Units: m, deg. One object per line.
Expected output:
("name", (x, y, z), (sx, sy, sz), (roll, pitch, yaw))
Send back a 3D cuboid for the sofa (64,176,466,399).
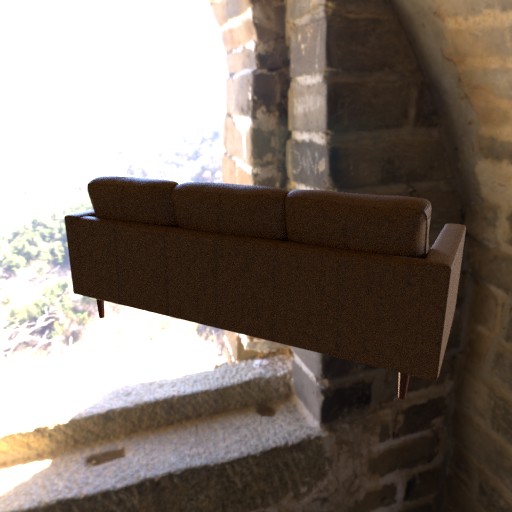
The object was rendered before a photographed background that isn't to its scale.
("sofa", (0.000, 0.000, 2.692), (2.231, 0.930, 0.903), (8, 18, 27))
